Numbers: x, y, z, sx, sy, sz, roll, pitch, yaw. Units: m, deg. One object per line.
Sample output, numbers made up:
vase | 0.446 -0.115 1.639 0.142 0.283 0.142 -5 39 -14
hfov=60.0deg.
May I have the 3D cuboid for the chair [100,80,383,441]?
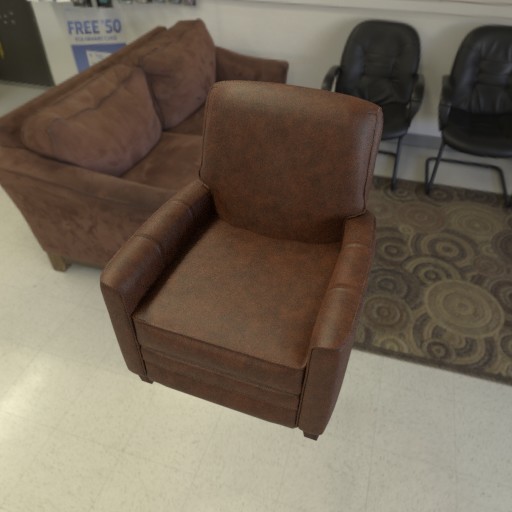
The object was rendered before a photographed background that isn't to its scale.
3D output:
chair | 0.000 0.000 1.662 0.839 1.010 0.850 14 43 15
